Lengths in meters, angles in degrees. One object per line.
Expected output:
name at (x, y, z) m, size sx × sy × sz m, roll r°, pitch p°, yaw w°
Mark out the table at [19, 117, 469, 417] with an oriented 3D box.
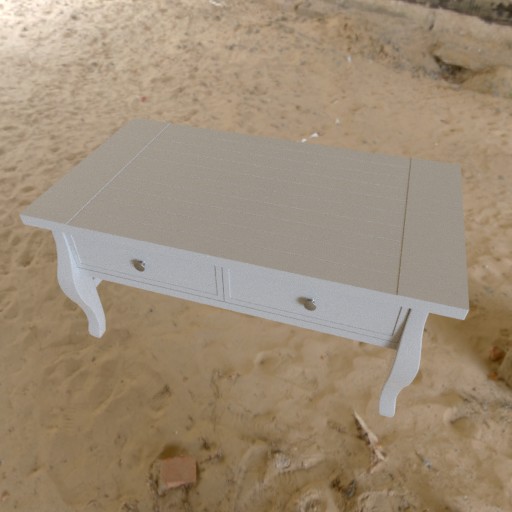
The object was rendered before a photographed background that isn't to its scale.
table at (0.000, 0.000, 1.363) m, size 1.062 × 0.495 × 0.600 m, roll 12°, pitch 43°, yaw 13°
